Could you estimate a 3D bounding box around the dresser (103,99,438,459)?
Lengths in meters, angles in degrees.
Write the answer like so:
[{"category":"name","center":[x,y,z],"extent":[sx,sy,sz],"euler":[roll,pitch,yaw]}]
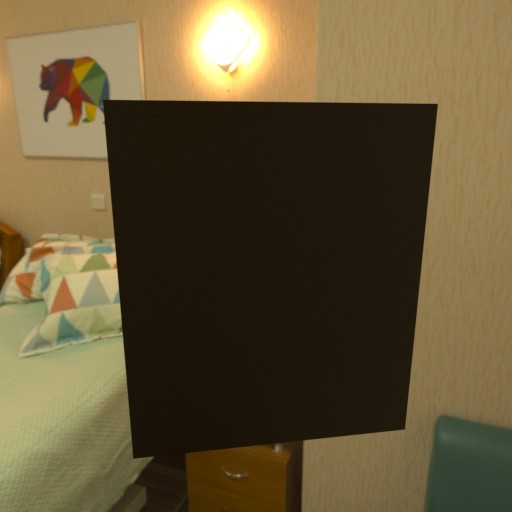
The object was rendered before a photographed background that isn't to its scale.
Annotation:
[{"category":"dresser","center":[0.000,0.000,0.752],"extent":[0.400,0.470,0.360],"euler":[-2,15,-9]}]
